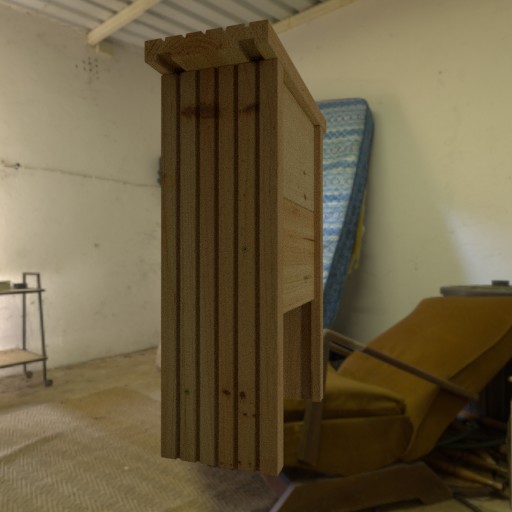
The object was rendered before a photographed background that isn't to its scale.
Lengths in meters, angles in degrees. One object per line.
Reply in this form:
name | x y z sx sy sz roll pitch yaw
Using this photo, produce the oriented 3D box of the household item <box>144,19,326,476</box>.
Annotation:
household item | 0.000 0.000 0.542 0.123 0.407 0.301 0 0 18
